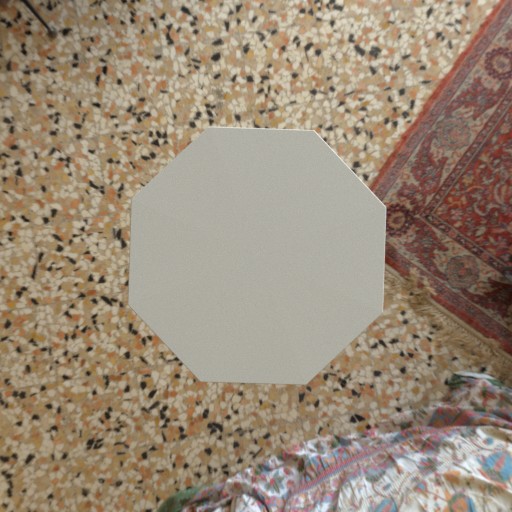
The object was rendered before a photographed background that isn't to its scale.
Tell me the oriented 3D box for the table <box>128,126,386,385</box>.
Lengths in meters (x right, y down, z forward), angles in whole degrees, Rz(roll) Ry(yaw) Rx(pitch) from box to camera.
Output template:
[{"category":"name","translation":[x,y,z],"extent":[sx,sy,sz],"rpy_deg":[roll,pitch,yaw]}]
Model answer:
[{"category":"table","translation":[0.000,0.000,0.824],"extent":[0.439,0.457,0.439],"rpy_deg":[0,90,0]}]
